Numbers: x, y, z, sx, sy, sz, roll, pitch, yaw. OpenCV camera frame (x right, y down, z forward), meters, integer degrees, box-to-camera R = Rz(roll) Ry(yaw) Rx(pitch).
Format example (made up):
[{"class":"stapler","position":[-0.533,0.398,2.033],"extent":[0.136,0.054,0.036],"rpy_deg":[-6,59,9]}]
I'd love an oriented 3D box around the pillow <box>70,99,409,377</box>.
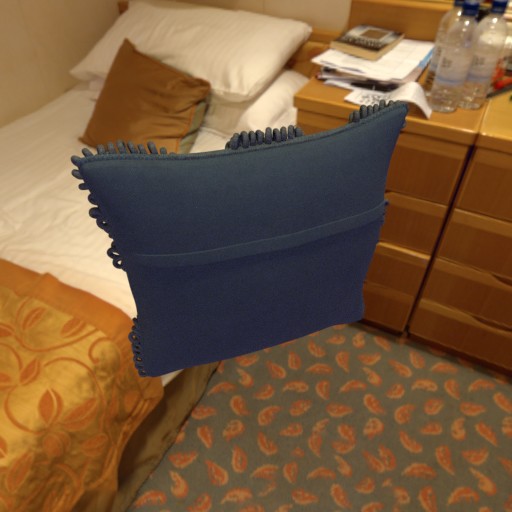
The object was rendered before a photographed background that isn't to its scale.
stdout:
[{"class":"pillow","position":[0.000,0.000,0.726],"extent":[0.469,0.466,0.172],"rpy_deg":[-13,44,-14]}]
